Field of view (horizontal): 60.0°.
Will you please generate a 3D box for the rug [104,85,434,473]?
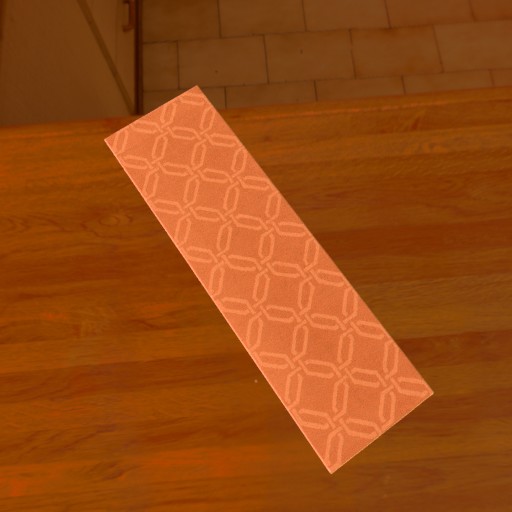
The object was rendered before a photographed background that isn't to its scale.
[{"bbox_3d":[0.000,0.000,2.509,0.678,0.014,2.276,-34,77,-9],"label":"rug"}]
